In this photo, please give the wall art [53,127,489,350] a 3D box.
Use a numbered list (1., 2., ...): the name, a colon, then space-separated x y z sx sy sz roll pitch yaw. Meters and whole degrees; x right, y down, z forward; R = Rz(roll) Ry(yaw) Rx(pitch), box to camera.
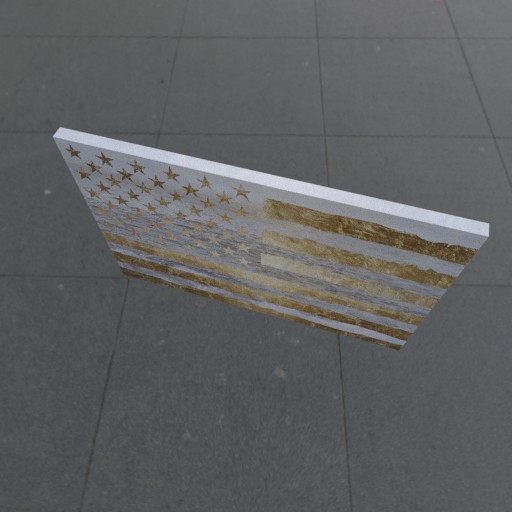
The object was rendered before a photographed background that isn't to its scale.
1. wall art: 0.000 0.000 1.453 1.145 0.762 0.041 14 59 9
